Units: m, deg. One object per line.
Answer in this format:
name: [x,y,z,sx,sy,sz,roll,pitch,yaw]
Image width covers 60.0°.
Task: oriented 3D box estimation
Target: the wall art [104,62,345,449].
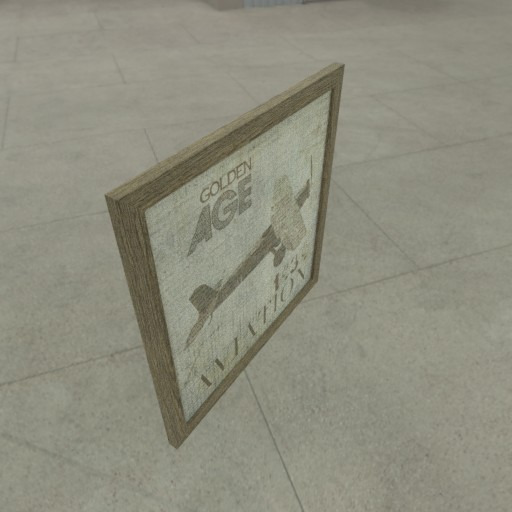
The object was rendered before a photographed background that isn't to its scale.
wall art: [0.000,0.000,0.761,0.019,0.508,0.508,24,46,25]
